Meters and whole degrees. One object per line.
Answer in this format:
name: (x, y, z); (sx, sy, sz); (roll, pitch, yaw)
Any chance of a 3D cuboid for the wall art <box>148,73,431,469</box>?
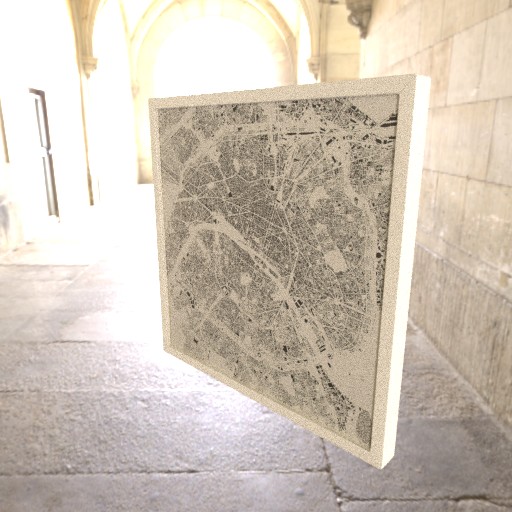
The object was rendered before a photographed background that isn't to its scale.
wall art: (0.000, 0.000, 0.721); (0.508, 0.508, 0.038); (14, 21, 41)
